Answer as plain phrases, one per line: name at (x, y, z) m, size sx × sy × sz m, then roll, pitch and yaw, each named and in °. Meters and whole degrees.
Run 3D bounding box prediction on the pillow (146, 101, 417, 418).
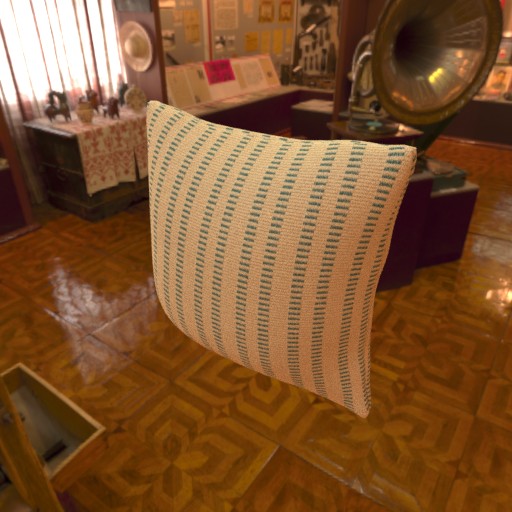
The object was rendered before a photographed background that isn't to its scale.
pillow at (0.000, 0.000, 0.691) m, size 0.438 × 0.419 × 0.247 m, roll 21°, pitch 36°, yaw 32°
